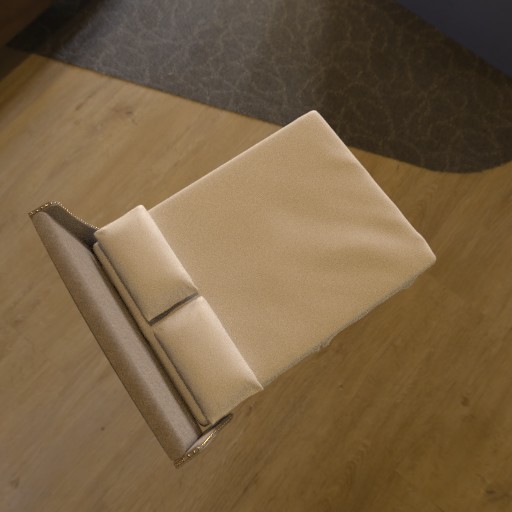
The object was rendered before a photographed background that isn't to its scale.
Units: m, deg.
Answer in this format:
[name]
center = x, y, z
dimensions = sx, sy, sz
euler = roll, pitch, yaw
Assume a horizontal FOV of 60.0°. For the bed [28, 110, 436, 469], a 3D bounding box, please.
[bed]
center = 0.000, 0.000, 3.233
dimensions = 2.237, 1.407, 1.710
euler = -33, 77, -9
